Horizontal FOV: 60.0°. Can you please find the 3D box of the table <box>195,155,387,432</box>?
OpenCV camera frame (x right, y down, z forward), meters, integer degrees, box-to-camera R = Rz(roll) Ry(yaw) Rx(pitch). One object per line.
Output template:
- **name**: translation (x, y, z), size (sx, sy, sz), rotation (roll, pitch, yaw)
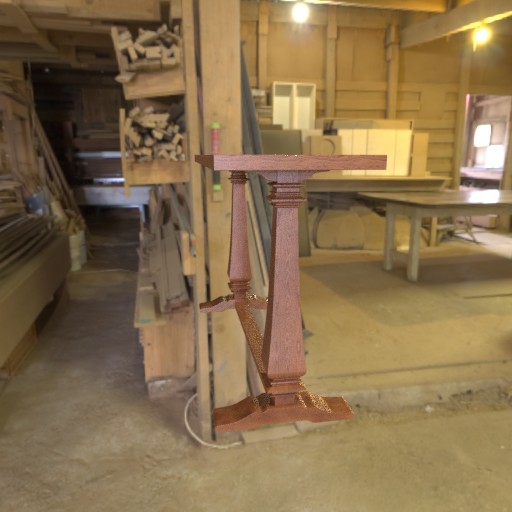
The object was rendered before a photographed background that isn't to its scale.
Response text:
- **table**: translation (0.000, 0.000, 1.913), size (0.461, 0.852, 1.478), rotation (-2, 13, -9)
